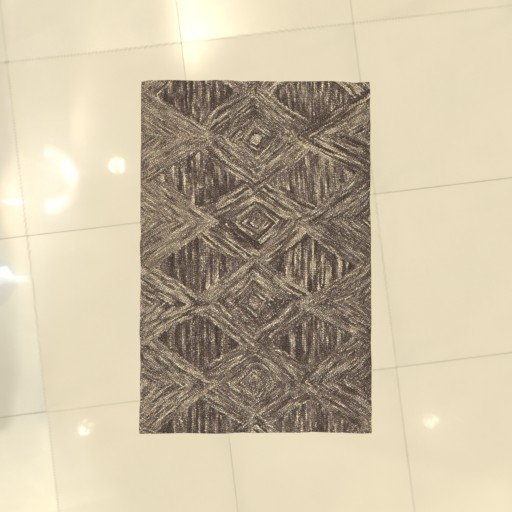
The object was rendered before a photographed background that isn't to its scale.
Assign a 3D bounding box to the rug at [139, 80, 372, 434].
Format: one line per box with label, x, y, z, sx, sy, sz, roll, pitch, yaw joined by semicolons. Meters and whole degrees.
rug;0.000;0.000;2.274;1.186;0.012;1.814;0;89;-1
